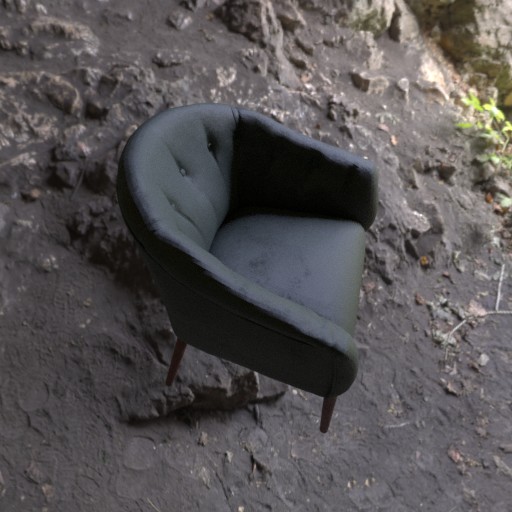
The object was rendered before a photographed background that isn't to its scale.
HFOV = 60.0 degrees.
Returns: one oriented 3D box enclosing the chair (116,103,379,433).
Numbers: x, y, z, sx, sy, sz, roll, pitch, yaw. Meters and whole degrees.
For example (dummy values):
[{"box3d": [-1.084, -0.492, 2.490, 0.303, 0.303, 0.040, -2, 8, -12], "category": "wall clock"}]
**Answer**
[{"box3d": [0.000, 0.000, 1.535, 0.776, 0.885, 0.851, 11, 47, 10], "category": "chair"}]
